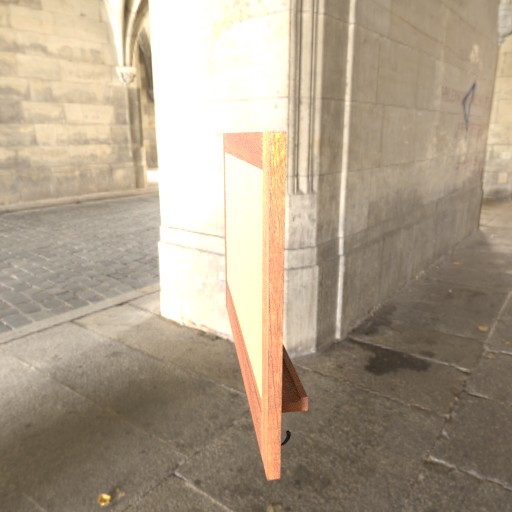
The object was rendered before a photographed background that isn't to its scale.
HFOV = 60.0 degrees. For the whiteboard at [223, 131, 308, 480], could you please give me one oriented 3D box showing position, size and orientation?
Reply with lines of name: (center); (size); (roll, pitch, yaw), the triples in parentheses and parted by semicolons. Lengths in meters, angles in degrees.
whiteboard: (0.000, 0.000, 1.041); (0.083, 0.559, 0.783); (-2, 16, -8)
